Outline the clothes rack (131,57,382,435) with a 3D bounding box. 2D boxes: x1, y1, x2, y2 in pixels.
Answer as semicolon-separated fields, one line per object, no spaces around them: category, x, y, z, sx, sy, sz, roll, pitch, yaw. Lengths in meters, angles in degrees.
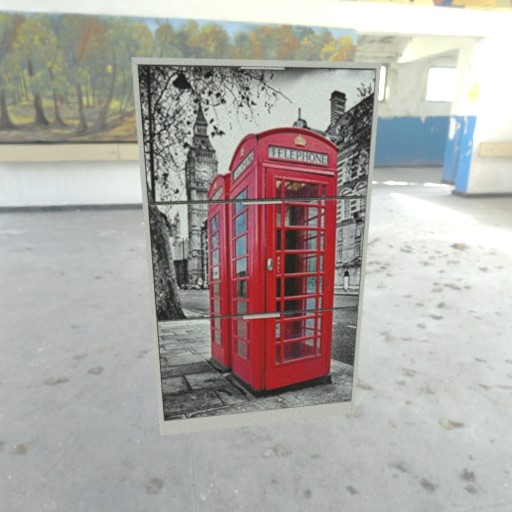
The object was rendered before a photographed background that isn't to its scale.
clothes rack;0.000;0.000;1.603;0.750;1.280;0.250;-3;18;-9
